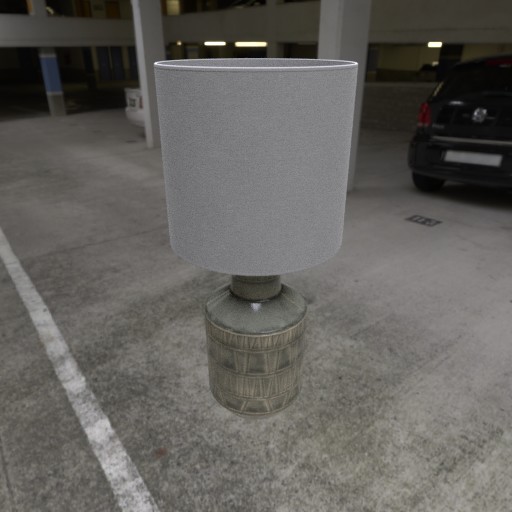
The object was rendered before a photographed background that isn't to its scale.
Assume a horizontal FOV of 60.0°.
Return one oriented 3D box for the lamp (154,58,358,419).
[{"bbox_3d":[0.000,0.000,0.567,0.211,0.455,0.211,-17,31,-32],"label":"lamp"}]
